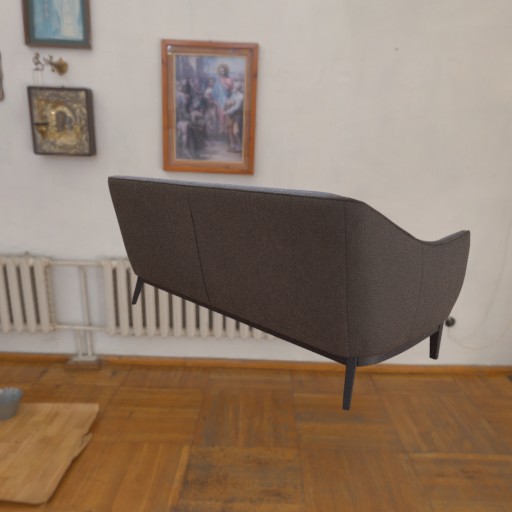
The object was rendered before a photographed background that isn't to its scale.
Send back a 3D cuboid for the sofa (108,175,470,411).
[{"bbox_3d":[0.000,0.000,2.391,0.869,0.831,1.928,-12,18,-42],"label":"sofa"}]
